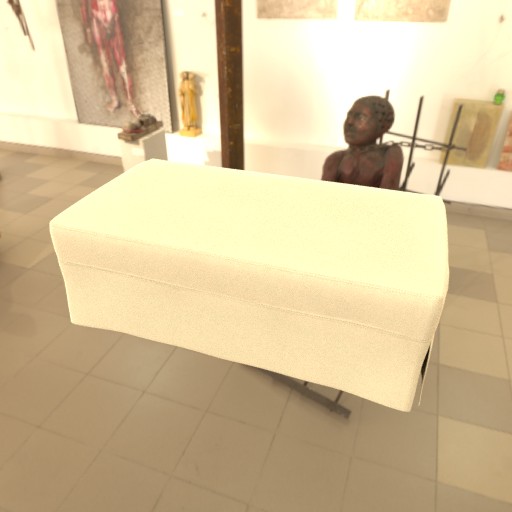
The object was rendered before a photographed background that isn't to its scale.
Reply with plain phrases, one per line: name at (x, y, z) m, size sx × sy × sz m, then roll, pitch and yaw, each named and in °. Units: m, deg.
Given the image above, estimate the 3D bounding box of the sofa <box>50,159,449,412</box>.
sofa at (0.000, 0.000, 2.152) m, size 1.677 × 0.552 × 0.939 m, roll 11°, pitch 34°, yaw 16°
